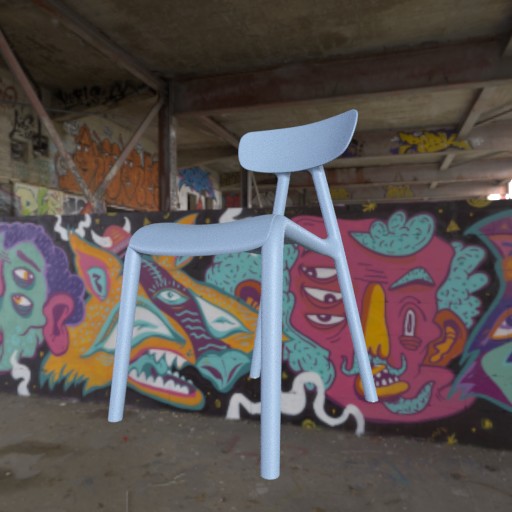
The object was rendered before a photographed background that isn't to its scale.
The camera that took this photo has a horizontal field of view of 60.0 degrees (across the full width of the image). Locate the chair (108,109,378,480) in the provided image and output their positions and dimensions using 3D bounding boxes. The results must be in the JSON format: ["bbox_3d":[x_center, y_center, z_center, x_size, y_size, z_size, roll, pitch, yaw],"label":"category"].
[{"bbox_3d":[0.000,0.000,0.829,0.356,0.580,0.401,-1,-1,37],"label":"chair"}]
